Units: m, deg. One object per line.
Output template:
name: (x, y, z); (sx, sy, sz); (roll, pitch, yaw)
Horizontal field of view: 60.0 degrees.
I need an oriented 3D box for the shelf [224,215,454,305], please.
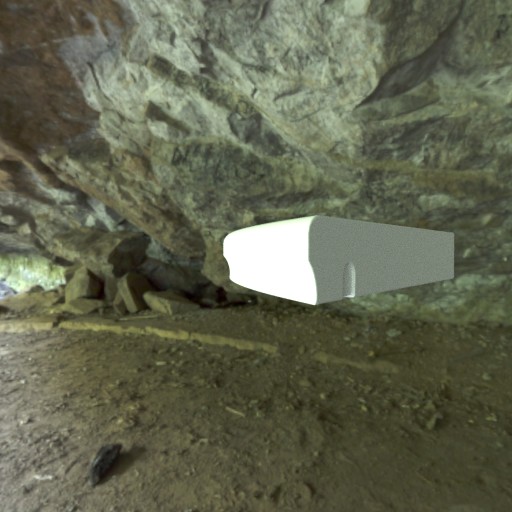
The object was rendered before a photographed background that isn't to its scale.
shelf: (0.000, 0.000, 0.453); (0.310, 0.050, 0.310); (0, 1, 37)
